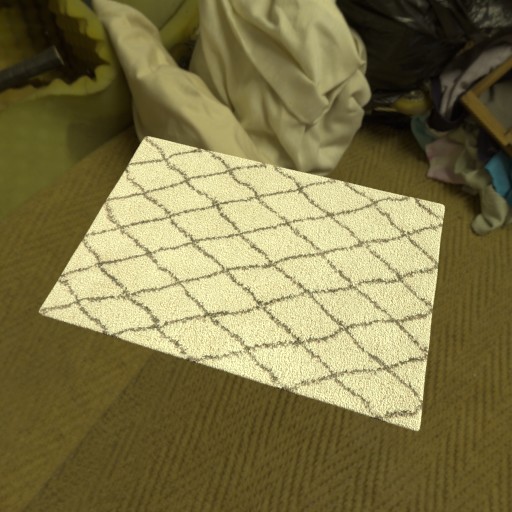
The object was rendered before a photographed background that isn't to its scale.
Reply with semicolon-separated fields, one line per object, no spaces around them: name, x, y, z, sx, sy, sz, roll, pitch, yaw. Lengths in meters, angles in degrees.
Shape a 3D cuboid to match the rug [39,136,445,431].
rug;0.000;0.000;2.255;1.778;0.030;1.219;15;60;9
